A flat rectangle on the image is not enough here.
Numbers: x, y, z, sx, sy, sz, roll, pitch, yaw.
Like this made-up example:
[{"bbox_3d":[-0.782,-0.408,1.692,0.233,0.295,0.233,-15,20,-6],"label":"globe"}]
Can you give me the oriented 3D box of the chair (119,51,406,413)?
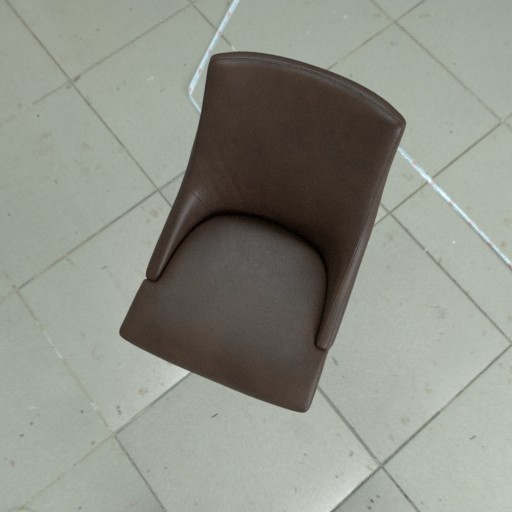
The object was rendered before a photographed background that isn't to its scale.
[{"bbox_3d":[0.000,0.000,1.488,0.701,0.909,0.861,21,76,6],"label":"chair"}]
